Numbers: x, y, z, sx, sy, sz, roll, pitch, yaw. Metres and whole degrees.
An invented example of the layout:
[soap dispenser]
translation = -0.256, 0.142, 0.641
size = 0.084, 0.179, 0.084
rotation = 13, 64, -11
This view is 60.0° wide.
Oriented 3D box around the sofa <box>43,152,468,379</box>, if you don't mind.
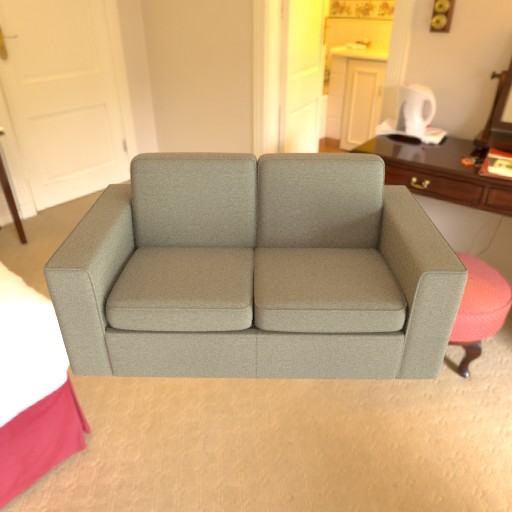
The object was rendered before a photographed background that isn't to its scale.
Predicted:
[sofa]
translation = 0.000, 0.000, 2.387
size = 1.812, 0.924, 1.007
rotation = 0, 31, 1
